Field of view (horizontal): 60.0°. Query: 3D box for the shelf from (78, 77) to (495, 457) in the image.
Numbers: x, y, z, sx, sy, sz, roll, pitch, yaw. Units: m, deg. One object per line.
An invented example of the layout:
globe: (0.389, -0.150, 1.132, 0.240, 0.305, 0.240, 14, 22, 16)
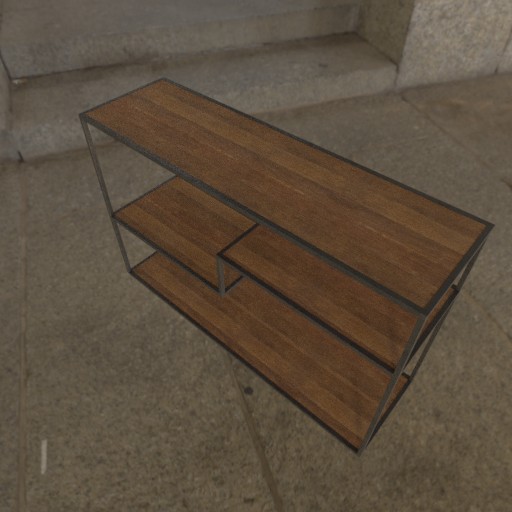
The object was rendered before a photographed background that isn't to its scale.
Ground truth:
shelf: (0.000, 0.000, 1.510, 1.201, 0.765, 0.361, 32, 54, 27)
